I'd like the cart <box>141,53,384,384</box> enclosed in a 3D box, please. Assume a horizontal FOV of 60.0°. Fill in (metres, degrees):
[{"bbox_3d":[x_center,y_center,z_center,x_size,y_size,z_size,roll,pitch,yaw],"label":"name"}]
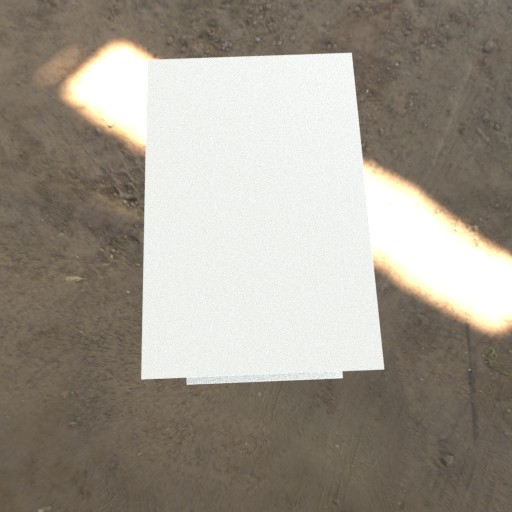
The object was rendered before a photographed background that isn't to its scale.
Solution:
[{"bbox_3d":[0.000,0.000,1.299,0.442,0.864,0.683,-2,77,-1],"label":"cart"}]
